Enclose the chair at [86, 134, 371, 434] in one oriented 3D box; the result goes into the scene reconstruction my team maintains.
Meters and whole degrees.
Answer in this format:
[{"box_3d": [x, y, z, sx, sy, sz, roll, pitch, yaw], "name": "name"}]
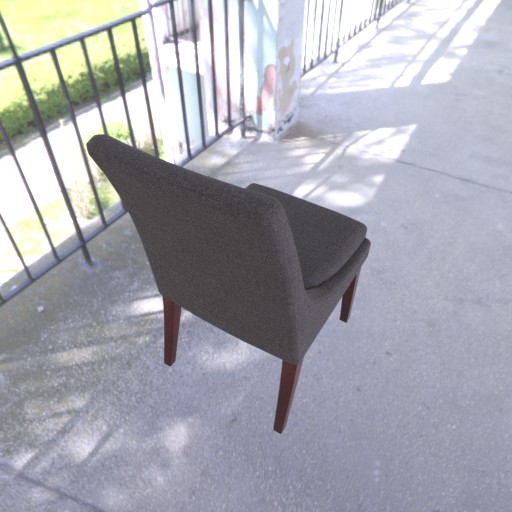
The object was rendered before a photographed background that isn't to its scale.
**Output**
[{"box_3d": [0.000, 0.000, 1.329, 0.508, 0.952, 0.655, 24, 49, 23], "name": "chair"}]
